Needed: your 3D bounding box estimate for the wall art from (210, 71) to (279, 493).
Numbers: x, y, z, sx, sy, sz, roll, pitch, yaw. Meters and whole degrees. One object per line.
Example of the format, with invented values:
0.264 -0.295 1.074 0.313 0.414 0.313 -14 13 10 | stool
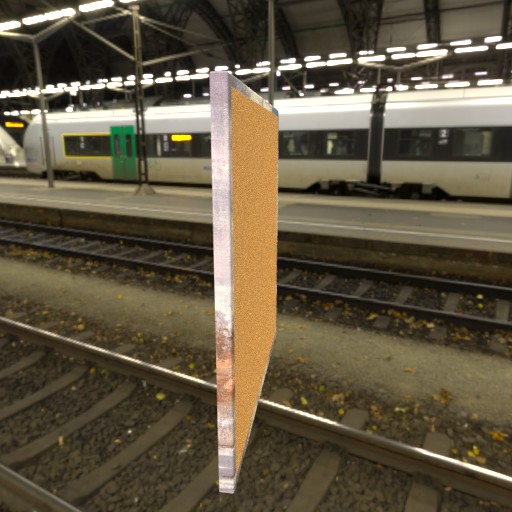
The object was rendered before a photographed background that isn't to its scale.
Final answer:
0.000 0.000 1.327 0.035 0.897 0.888 2 14 8 | wall art
